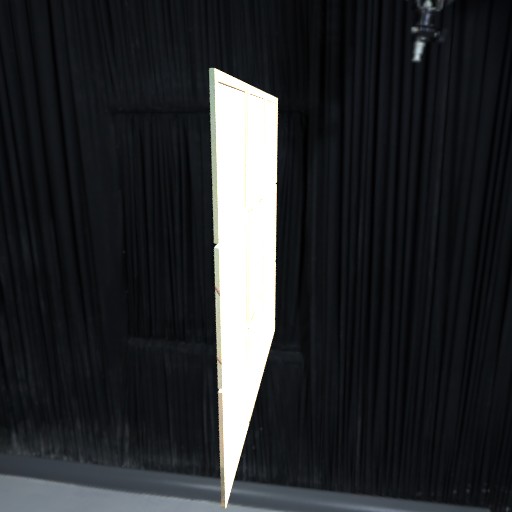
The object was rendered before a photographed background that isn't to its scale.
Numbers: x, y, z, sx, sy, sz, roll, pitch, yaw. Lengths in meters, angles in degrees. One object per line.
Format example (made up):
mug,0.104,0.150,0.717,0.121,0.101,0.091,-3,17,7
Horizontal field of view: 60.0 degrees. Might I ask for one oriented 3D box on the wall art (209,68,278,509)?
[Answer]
wall art,0.000,0.000,1.725,0.013,1.219,1.214,3,17,9
